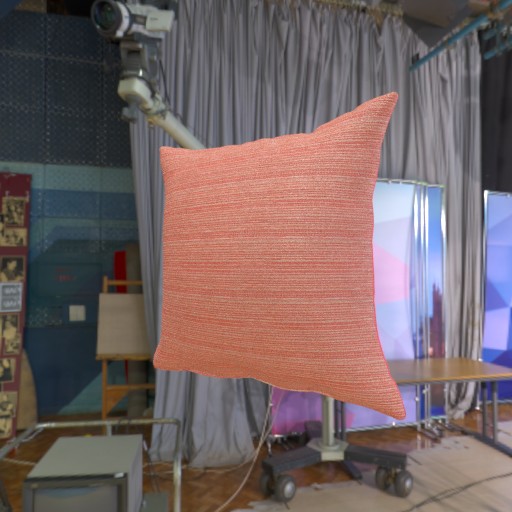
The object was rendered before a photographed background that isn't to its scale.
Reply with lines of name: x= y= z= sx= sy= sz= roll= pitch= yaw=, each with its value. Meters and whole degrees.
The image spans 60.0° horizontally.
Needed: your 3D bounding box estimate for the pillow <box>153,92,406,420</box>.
pillow: x=0.000 y=0.000 z=0.834 sx=0.559 sy=0.501 sz=0.229 roll=0 pitch=-1 yaw=36
